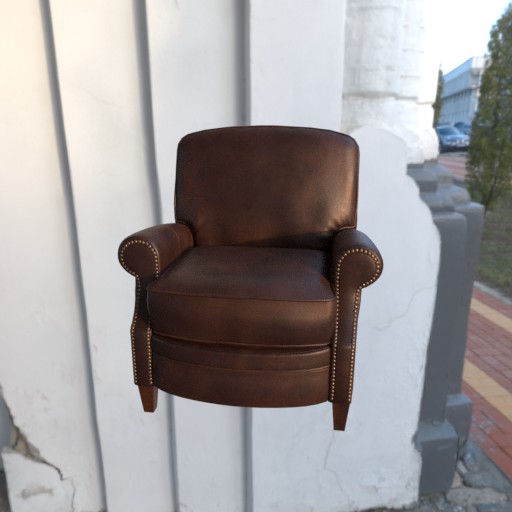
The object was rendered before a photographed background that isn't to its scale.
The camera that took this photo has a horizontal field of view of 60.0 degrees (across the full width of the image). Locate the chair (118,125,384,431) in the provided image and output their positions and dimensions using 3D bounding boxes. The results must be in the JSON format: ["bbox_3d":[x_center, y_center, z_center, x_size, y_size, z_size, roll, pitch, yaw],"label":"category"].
[{"bbox_3d":[0.000,0.000,1.804,0.936,1.018,0.986,2,17,8],"label":"chair"}]
